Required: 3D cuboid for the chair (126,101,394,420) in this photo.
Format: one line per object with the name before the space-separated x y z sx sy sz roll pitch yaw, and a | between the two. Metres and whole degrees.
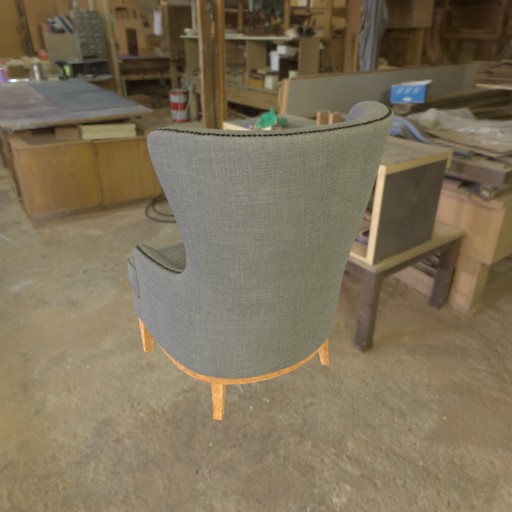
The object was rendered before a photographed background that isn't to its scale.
chair | 0.000 0.000 1.790 0.864 1.176 0.883 -18 33 -29
